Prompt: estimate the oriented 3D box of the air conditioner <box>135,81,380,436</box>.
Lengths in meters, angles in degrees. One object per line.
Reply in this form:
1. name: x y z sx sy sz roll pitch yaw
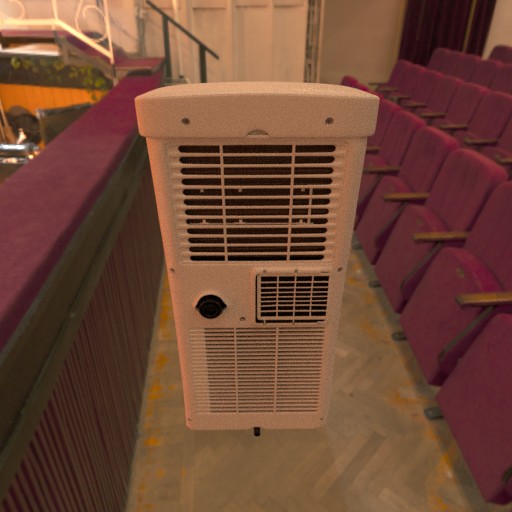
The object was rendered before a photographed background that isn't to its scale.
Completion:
1. air conditioner: 0.000 0.000 0.934 0.352 0.716 0.369 0 29 -1
